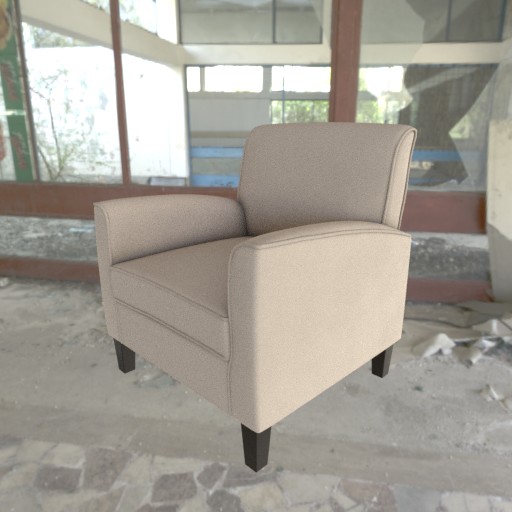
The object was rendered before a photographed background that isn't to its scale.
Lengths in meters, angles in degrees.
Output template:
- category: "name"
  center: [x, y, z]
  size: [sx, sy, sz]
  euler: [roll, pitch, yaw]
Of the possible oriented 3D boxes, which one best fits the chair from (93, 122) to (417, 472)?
- category: "chair"
  center: [0.000, 0.000, 1.578]
  size: [0.820, 0.915, 0.820]
  euler: [-16, 23, -43]
